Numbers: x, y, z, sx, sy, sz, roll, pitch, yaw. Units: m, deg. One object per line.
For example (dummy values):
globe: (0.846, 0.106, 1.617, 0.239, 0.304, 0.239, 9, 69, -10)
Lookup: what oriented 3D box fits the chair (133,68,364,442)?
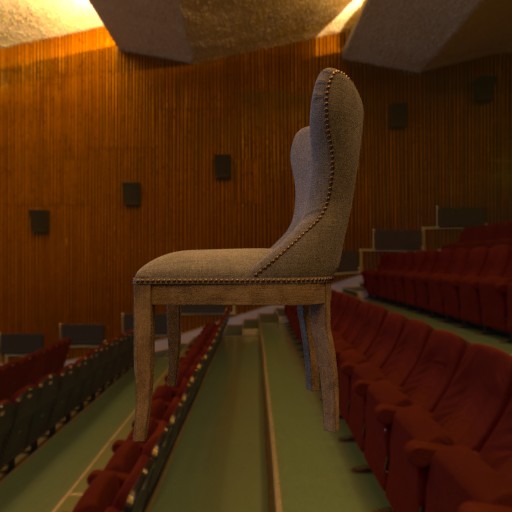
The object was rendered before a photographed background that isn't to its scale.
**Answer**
chair: (0.000, 0.000, 1.465, 0.681, 1.002, 0.654, 0, 0, -1)
